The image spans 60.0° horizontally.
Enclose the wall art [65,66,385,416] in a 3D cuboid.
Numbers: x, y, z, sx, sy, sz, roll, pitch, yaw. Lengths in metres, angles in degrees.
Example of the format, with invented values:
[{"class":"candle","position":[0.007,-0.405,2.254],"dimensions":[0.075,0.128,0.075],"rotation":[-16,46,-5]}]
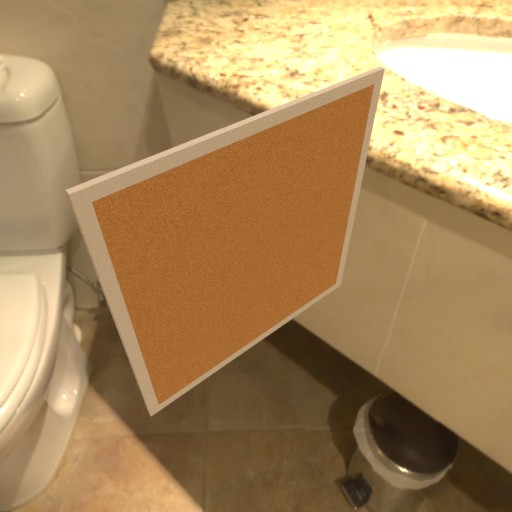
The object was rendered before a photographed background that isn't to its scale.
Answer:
[{"class":"wall art","position":[0.000,0.000,0.677],"dimensions":[0.456,0.457,0.009],"rotation":[-30,52,-27]}]
